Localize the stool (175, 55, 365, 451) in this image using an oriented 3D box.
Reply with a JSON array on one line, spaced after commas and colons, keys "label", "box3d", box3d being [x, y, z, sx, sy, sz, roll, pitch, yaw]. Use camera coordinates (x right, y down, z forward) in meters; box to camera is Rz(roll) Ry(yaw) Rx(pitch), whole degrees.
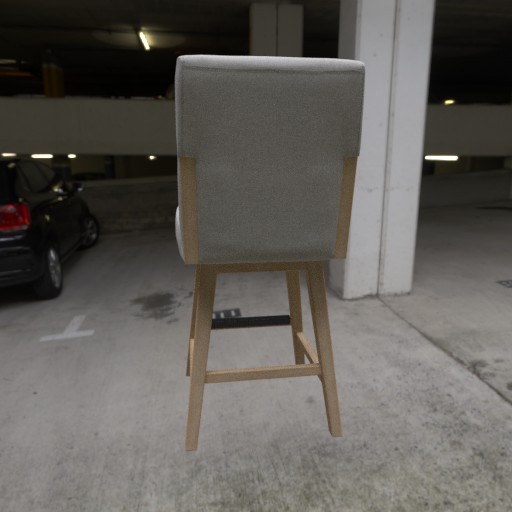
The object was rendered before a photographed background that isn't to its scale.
[{"label": "stool", "box3d": [0.000, 0.000, 1.421, 0.507, 1.085, 0.606, -2, 13, -8]}]
